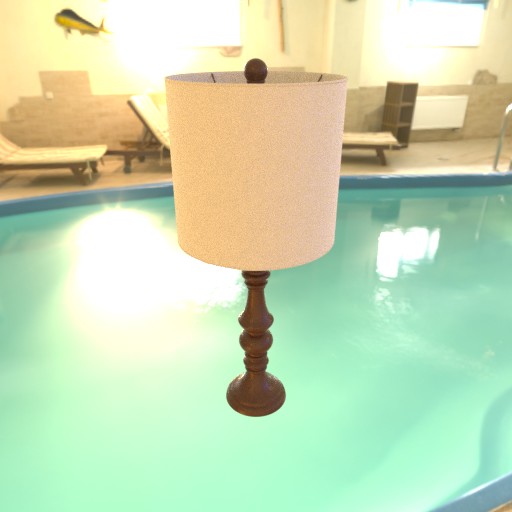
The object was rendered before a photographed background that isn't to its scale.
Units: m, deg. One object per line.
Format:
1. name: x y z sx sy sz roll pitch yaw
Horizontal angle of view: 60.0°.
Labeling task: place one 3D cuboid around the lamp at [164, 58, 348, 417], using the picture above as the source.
1. lamp: 0.000 0.000 0.732 0.250 0.597 0.250 -17 30 -31
